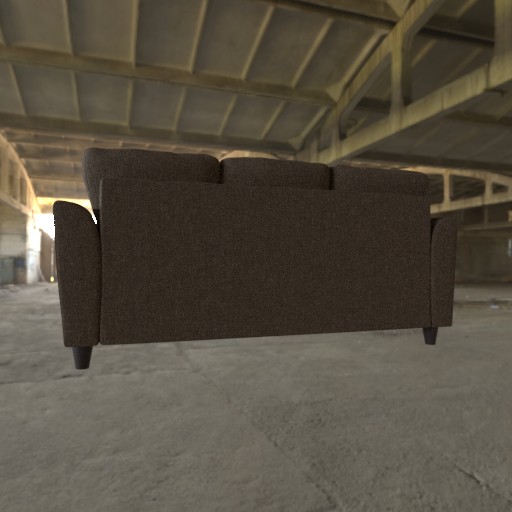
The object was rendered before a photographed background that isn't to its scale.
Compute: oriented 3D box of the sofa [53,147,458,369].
[{"bbox_3d":[0.000,0.000,2.297,1.847,0.891,0.837,0,-1,-18],"label":"sofa"}]
